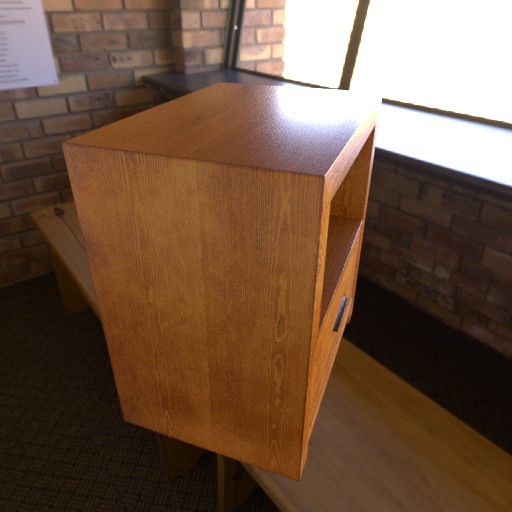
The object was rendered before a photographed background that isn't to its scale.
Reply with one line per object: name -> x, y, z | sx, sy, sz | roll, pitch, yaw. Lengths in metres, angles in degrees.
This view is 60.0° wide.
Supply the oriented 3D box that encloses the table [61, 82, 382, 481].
table -> 0.000, 0.000, 0.961 | 0.400, 0.605, 0.550 | 11, 32, 18
